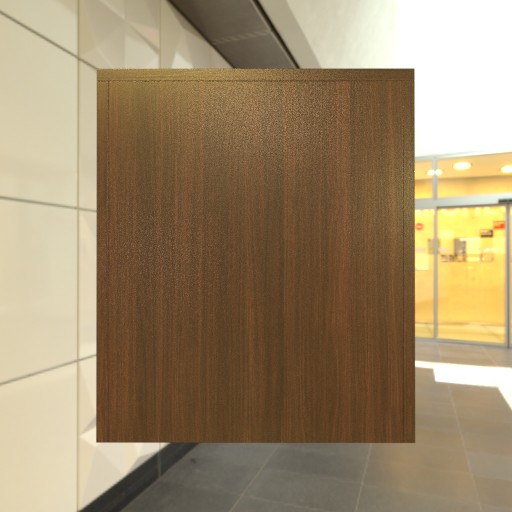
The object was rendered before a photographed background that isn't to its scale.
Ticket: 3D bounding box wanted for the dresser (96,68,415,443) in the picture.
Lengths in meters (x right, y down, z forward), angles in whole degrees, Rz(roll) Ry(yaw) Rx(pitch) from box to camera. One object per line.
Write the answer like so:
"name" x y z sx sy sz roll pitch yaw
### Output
"dresser" 0.000 0.000 0.736 0.400 0.470 0.360 0 0 0
